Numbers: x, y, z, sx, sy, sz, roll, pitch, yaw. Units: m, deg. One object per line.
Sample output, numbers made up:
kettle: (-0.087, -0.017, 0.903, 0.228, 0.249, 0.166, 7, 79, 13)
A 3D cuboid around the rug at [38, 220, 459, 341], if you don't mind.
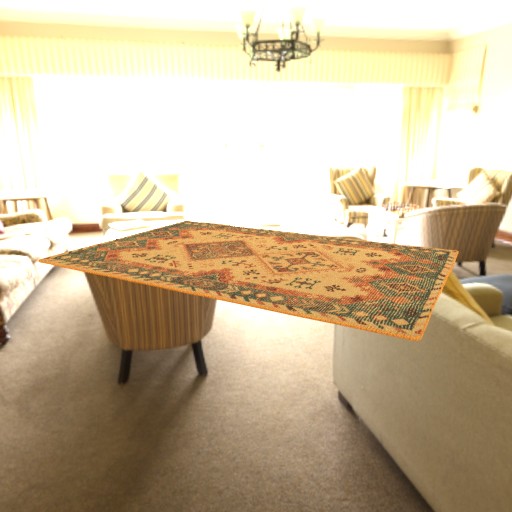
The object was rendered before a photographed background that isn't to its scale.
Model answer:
rug: (0.000, 0.000, 2.310, 1.840, 0.015, 1.225, 8, 18, 28)
